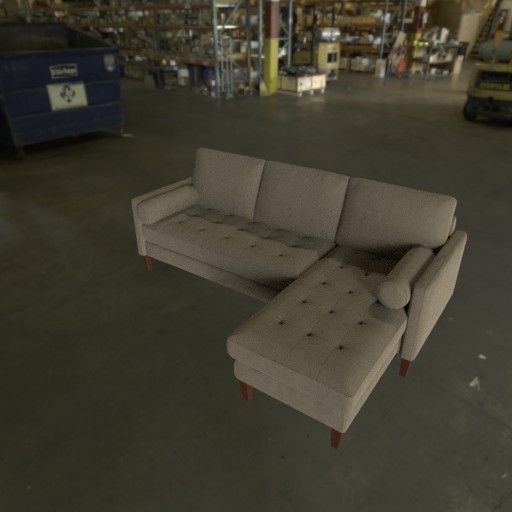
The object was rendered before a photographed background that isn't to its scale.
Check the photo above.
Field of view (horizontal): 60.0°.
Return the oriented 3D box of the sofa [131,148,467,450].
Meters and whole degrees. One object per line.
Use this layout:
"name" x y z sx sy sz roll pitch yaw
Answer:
"sofa" 0.000 0.000 2.843 2.178 0.875 1.506 18 33 31
